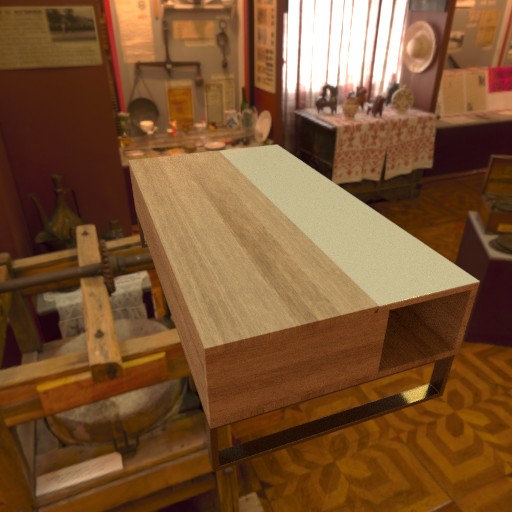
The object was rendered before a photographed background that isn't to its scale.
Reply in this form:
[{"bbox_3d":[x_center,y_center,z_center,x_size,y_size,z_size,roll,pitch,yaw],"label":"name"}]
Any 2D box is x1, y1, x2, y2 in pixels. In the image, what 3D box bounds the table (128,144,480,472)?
[{"bbox_3d":[0.000,0.000,1.379,0.600,0.350,1.100,-11,32,-18],"label":"table"}]
